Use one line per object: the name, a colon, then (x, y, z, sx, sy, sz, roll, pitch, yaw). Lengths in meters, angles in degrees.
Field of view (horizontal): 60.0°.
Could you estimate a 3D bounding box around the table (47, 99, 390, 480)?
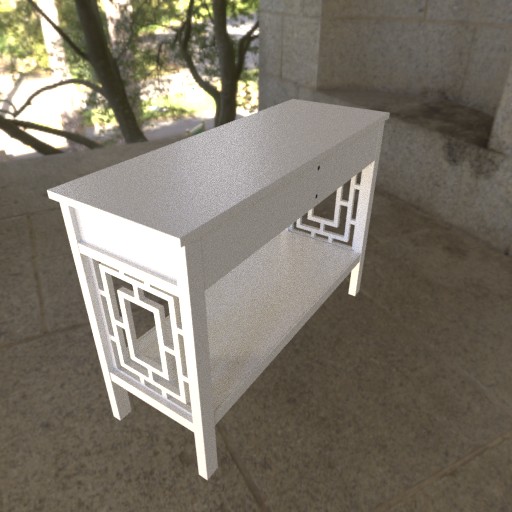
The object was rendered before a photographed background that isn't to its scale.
table: (0.000, 0.000, 1.445, 0.397, 0.753, 1.068, 19, 37, 28)
